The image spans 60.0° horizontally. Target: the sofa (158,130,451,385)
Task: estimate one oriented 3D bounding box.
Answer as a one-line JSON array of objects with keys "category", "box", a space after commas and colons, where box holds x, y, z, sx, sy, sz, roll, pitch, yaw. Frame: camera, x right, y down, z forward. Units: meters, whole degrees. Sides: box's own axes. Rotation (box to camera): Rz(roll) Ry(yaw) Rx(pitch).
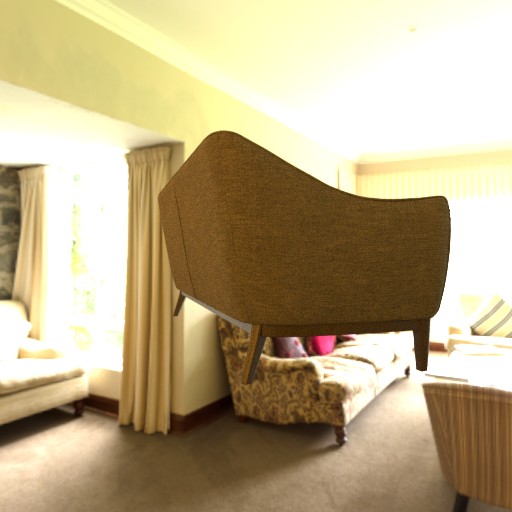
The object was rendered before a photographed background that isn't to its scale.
[{"category": "sofa", "box": [0.000, 0.000, 2.331, 0.867, 0.829, 1.928, 0, 0, -18]}]
